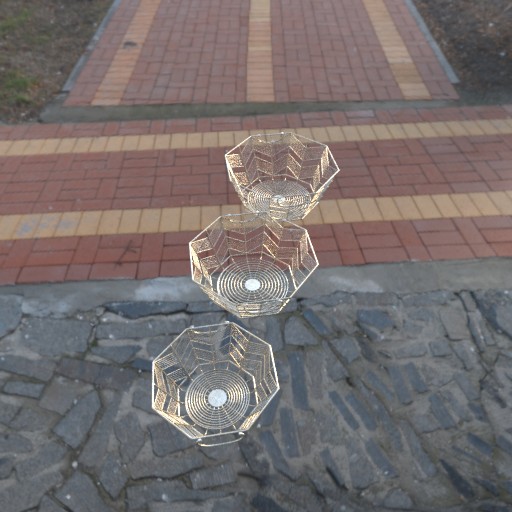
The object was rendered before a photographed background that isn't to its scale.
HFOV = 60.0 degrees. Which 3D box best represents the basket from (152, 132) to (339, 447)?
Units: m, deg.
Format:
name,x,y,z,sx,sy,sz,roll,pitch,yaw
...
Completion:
name,x,y,z,sx,sy,sz,roll,pitch,yaw
basket,0.000,0.000,1.434,0.432,0.178,1.246,10,47,9
